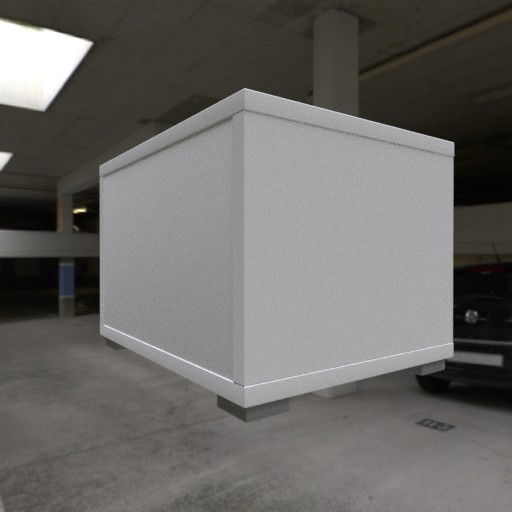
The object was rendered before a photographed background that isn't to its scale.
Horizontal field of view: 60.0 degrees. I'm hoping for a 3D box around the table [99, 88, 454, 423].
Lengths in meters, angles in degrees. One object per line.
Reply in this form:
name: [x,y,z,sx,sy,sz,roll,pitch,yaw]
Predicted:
table: [0.000,0.000,0.792,0.399,0.357,0.517,0,1,-36]
